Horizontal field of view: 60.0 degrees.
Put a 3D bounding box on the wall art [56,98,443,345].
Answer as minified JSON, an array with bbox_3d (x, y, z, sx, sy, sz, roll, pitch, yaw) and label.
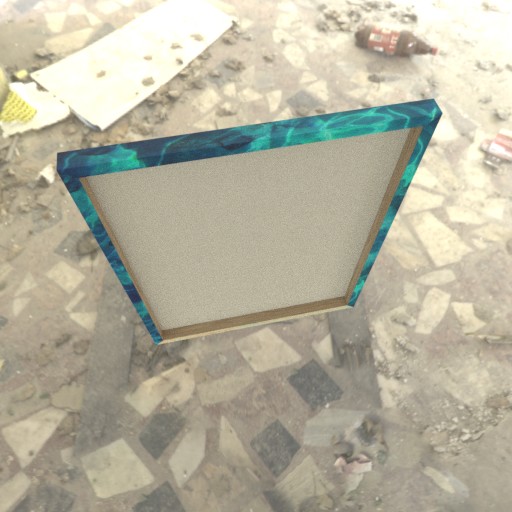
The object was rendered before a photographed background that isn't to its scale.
[{"bbox_3d":[0.000,0.000,1.021,0.609,0.760,0.038,-10,60,-6],"label":"wall art"}]
